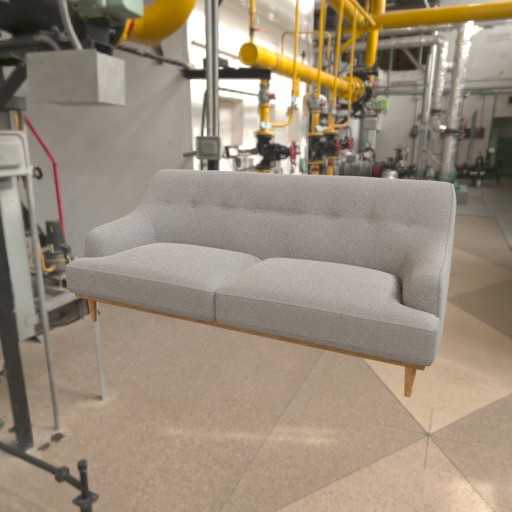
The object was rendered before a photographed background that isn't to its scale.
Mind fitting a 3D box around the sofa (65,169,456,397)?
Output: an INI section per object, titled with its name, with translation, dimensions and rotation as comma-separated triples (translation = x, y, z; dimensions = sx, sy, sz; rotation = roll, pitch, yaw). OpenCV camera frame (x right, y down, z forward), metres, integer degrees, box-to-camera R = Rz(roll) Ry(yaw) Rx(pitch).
[sofa]
translation = 0.000, 0.000, 2.558
dimensions = 2.057, 0.871, 0.978
rotation = 7, 17, 24
